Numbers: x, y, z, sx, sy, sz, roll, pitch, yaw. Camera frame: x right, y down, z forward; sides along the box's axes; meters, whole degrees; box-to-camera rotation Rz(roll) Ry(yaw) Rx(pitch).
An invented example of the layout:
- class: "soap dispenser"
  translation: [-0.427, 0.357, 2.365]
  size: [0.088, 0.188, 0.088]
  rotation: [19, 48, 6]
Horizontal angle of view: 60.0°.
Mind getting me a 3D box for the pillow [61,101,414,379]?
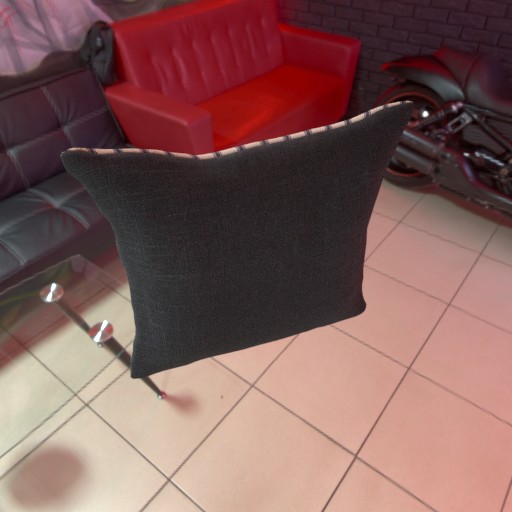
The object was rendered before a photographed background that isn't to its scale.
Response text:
- class: "pillow"
  translation: [0.000, 0.000, 0.696]
  size: [0.468, 0.444, 0.138]
  rotation: [-13, 43, -14]
